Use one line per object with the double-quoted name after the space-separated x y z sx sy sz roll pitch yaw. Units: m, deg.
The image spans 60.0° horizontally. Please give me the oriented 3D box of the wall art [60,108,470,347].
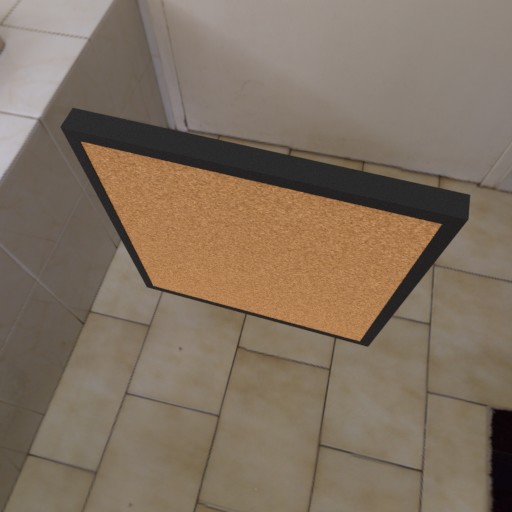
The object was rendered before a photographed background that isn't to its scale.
0.000 0.000 0.760 0.506 0.503 0.036 14 63 7 "wall art"
